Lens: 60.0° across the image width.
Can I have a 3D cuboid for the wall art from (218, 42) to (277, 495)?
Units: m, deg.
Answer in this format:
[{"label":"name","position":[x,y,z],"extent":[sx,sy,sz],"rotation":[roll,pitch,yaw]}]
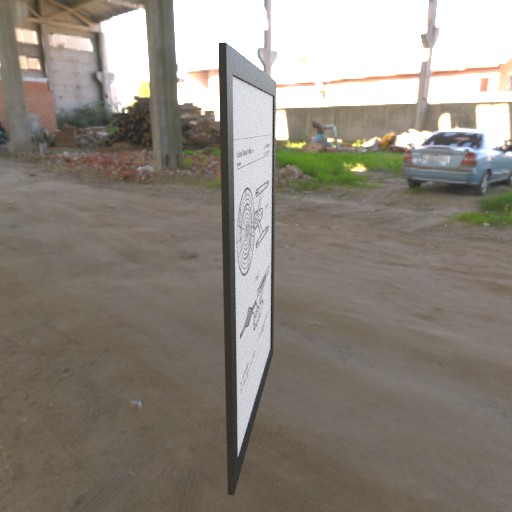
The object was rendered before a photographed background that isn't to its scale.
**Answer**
[{"label":"wall art","position":[0.000,0.000,0.673],"extent":[0.008,0.530,0.379],"rotation":[3,16,9]}]
